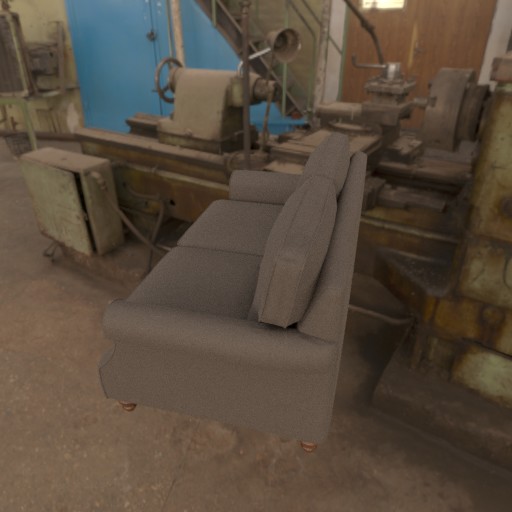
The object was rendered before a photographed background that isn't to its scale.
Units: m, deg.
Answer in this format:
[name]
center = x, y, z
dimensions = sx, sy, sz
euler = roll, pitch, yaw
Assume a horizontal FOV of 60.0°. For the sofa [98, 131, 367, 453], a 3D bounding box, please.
[sofa]
center = 0.000, 0.000, 2.232
dimensions = 0.964, 0.937, 1.665
euler = 8, 31, 13
